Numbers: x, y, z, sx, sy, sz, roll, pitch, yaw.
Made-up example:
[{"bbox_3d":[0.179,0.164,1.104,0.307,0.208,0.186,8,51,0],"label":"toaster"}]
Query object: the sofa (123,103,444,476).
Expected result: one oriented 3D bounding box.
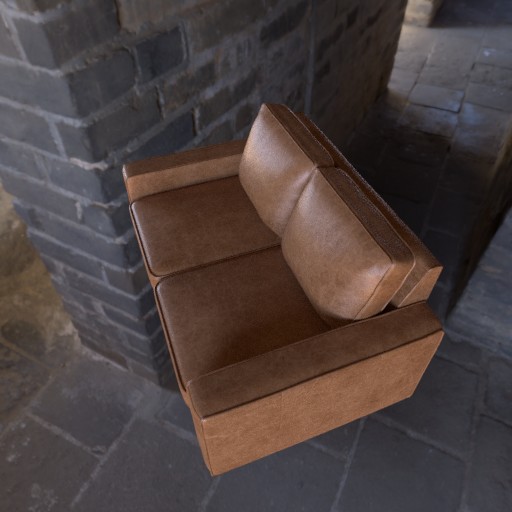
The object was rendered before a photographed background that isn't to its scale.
[{"bbox_3d":[0.000,0.000,2.124,1.020,0.896,1.532,-15,49,-14],"label":"sofa"}]
